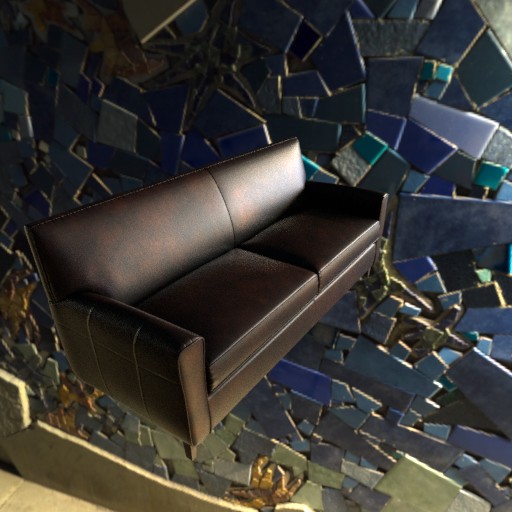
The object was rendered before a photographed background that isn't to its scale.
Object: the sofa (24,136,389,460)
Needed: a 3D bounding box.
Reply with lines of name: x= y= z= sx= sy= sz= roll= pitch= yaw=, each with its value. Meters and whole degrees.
sofa: x=0.000 y=0.000 z=2.405 sx=0.786 sy=0.871 sz=1.995 roll=17 pitch=31 yaw=31
